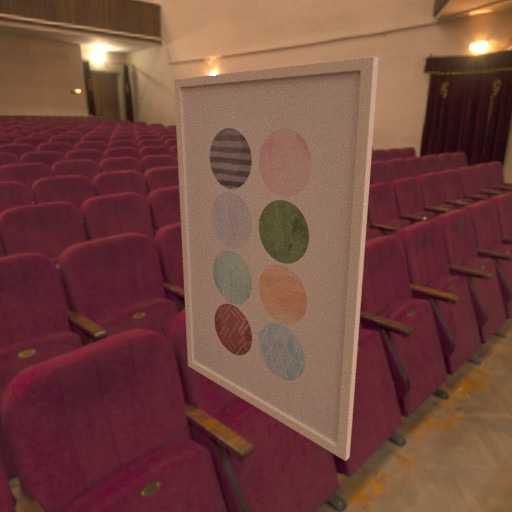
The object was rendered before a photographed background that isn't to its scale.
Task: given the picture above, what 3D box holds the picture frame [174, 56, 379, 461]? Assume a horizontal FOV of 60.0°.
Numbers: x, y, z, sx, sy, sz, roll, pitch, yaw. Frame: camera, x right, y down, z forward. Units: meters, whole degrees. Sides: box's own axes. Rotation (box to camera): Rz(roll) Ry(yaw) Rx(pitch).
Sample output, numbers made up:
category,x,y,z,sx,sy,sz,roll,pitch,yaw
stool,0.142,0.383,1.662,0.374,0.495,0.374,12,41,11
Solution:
category,x,y,z,sx,sy,sz,roll,pitch,yaw
picture frame,0.000,0.000,0.847,0.457,0.657,0.013,16,23,42
